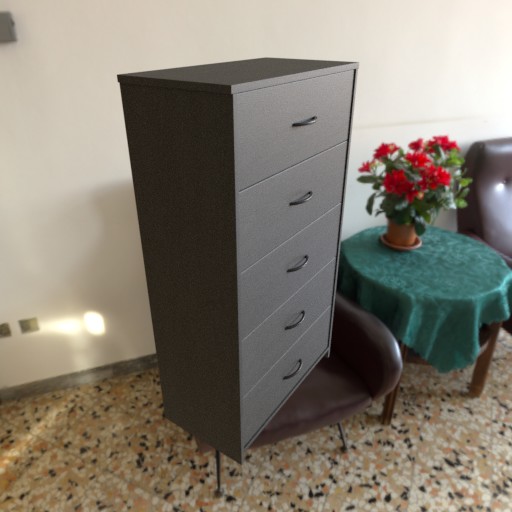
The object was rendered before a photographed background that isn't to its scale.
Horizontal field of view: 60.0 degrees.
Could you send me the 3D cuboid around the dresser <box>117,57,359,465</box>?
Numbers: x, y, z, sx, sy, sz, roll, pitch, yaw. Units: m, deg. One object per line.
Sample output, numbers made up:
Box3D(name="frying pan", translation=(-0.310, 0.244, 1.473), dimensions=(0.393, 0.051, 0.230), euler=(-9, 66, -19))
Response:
Box3D(name="dresser", translation=(0.000, 0.000, 1.599), dimensions=(0.399, 1.255, 0.704), euler=(18, 33, 30))
